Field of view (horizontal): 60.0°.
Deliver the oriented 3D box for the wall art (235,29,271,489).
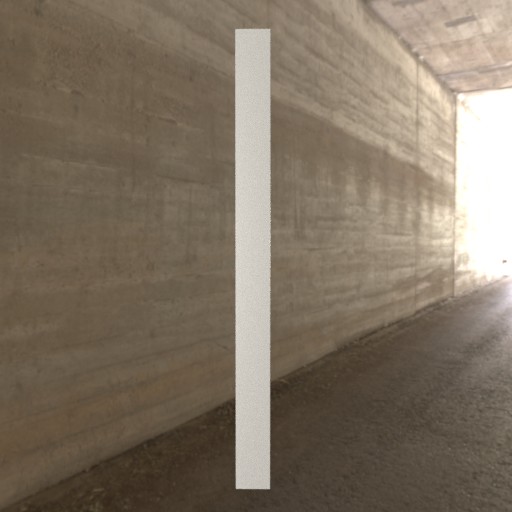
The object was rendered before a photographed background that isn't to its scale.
[{"bbox_3d":[0.000,0.000,0.739,0.038,0.505,0.506,0,2,1],"label":"wall art"}]
